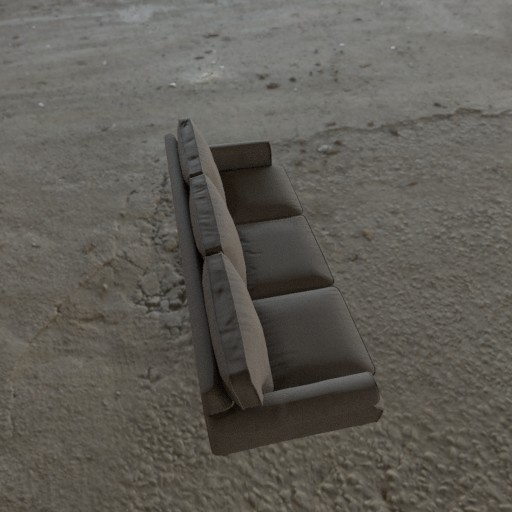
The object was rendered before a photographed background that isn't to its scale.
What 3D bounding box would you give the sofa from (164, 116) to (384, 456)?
[{"bbox_3d":[0.000,0.000,2.921,0.966,0.948,2.353,-9,47,-9],"label":"sofa"}]
